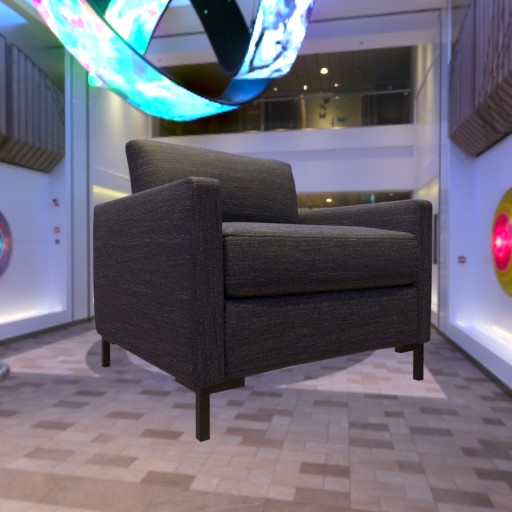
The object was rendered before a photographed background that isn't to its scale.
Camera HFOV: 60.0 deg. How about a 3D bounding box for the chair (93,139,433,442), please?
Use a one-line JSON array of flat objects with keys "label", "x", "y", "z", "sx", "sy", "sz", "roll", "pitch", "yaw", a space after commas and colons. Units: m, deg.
[{"label": "chair", "x": 0.000, "y": 0.000, "z": 1.619, "sx": 0.963, "sy": 0.861, "sz": 0.866, "roll": -1, "pitch": 1, "yaw": -35}]
